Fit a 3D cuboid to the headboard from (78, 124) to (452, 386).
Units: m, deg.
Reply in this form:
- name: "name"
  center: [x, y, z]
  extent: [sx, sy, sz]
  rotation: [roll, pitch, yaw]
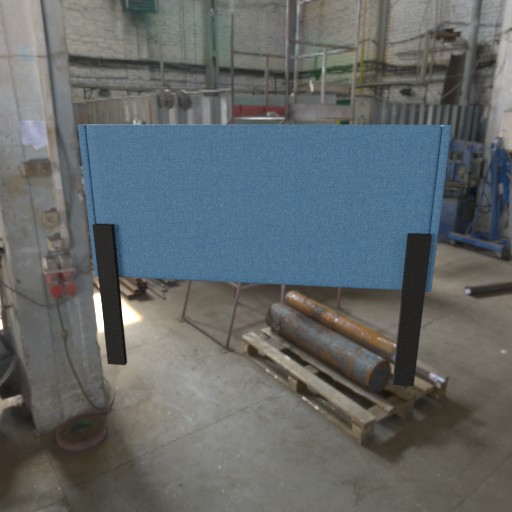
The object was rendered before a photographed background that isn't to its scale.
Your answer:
- name: "headboard"
  center: [0.000, 0.000, 2.683]
  extent: [2.051, 1.524, 0.184]
  rotation: [2, 17, 7]
